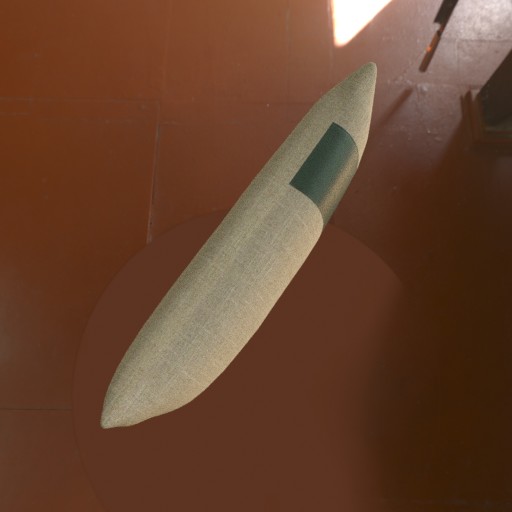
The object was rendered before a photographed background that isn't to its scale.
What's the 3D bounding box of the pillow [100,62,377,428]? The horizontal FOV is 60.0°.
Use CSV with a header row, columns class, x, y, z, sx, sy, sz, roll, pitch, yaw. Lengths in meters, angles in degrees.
class,x,y,z,sx,sy,sz,roll,pitch,yaw
pillow,0.000,0.000,1.017,0.197,0.429,0.859,34,77,9
